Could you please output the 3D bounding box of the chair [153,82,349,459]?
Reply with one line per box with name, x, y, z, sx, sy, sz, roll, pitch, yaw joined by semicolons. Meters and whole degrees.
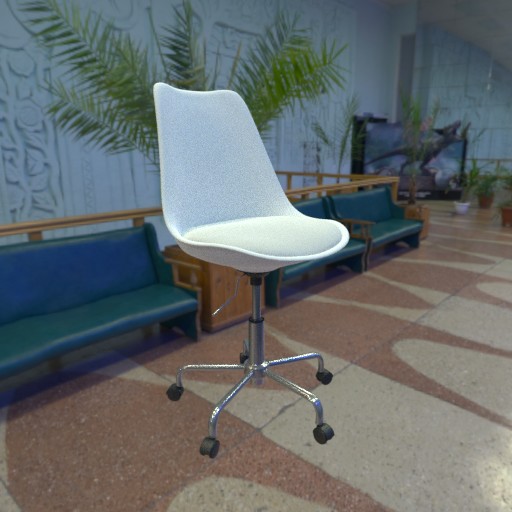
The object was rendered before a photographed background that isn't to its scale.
chair;0.000;0.000;1.238;0.550;0.930;0.550;14;20;43
